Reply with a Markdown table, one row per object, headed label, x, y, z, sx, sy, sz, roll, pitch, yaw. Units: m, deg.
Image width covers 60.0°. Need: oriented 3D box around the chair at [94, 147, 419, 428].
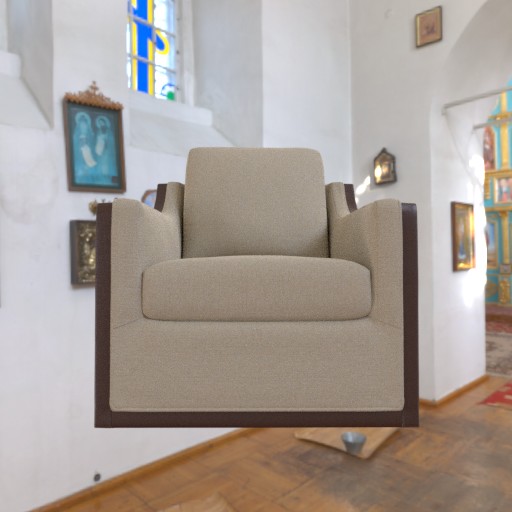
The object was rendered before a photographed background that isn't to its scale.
| label | x | y | z | sx | sy | sz | roll | pitch | yaw |
| --- | --- | --- | --- | --- | --- | --- | --- | --- | --- |
| chair | 0.000 | 0.000 | 1.605 | 0.870 | 0.930 | 0.950 | 0 | -1 | 0 |
